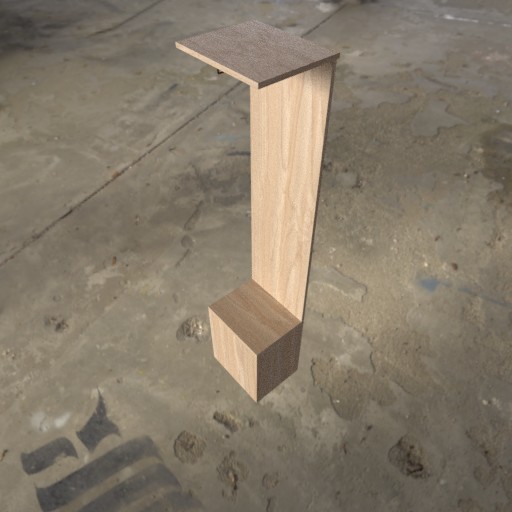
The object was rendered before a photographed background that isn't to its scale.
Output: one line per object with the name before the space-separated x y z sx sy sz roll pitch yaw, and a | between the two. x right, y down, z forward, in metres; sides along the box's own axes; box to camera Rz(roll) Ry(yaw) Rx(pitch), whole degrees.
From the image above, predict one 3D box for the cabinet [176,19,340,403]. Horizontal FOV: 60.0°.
cabinet | 0.000 0.000 2.072 0.338 1.879 0.411 -31 53 -27
